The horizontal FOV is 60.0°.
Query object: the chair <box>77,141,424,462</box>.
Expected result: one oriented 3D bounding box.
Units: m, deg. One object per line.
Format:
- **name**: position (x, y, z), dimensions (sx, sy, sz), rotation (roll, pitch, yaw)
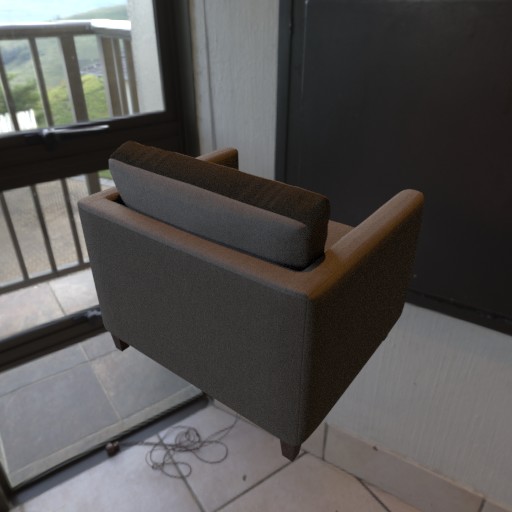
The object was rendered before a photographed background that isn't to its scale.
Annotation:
- **chair**: position (0.000, 0.000, 1.910), dimensions (1.107, 0.963, 0.959), rotation (21, 36, 31)
